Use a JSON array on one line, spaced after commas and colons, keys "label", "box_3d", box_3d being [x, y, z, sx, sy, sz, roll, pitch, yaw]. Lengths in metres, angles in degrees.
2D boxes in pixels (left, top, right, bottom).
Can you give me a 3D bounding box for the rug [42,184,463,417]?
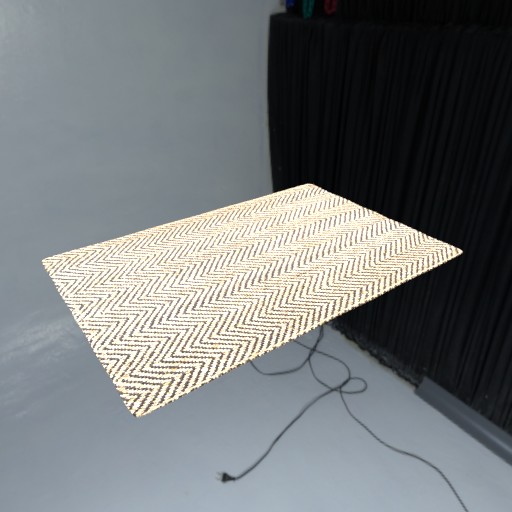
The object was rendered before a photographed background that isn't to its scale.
[{"label": "rug", "box_3d": [0.000, 0.000, 2.291, 1.828, 0.008, 1.219, -20, 36, -30]}]
